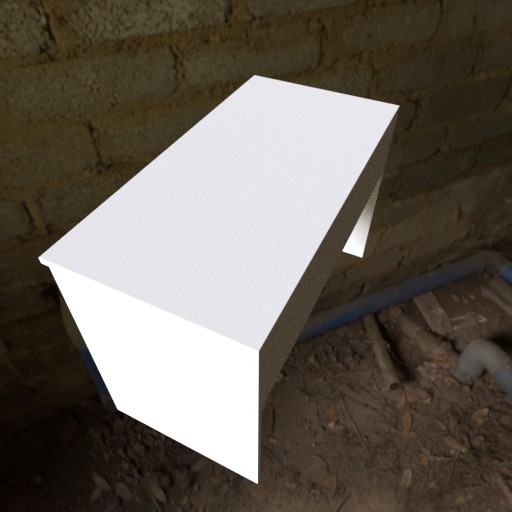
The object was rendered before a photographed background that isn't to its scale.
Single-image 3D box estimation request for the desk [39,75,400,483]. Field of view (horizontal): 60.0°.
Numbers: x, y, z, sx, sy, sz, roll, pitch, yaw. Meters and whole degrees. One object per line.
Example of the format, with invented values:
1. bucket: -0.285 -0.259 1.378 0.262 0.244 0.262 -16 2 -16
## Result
1. desk: 0.000 0.000 1.527 0.560 0.730 1.100 19 48 18
